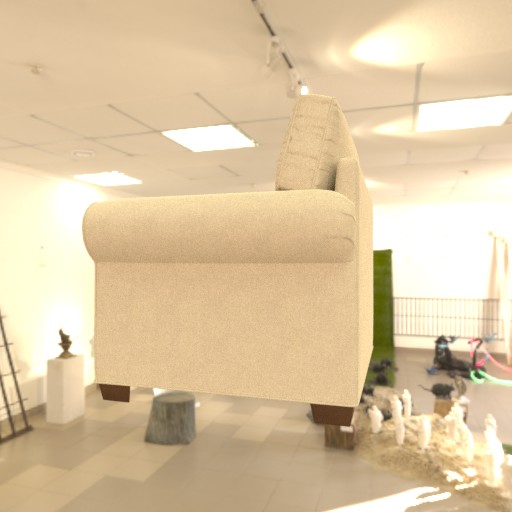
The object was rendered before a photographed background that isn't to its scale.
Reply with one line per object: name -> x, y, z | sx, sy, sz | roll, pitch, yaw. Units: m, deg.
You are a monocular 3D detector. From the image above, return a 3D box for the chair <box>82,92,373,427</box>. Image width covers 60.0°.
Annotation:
chair -> 0.000, 0.000, 1.753 | 0.863, 0.955, 1.040 | 0, -1, 17
